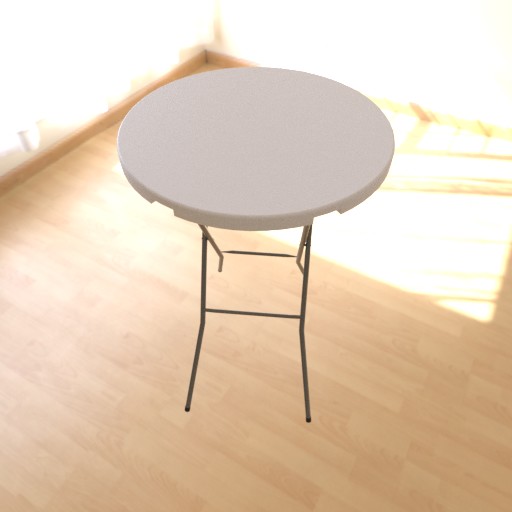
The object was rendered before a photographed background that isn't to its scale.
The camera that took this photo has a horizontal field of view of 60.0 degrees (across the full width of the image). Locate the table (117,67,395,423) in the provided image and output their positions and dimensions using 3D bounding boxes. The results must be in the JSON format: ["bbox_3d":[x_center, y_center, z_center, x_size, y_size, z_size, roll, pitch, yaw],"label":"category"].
[{"bbox_3d":[0.000,0.000,1.687,0.792,1.105,0.795,4,47,4],"label":"table"}]
